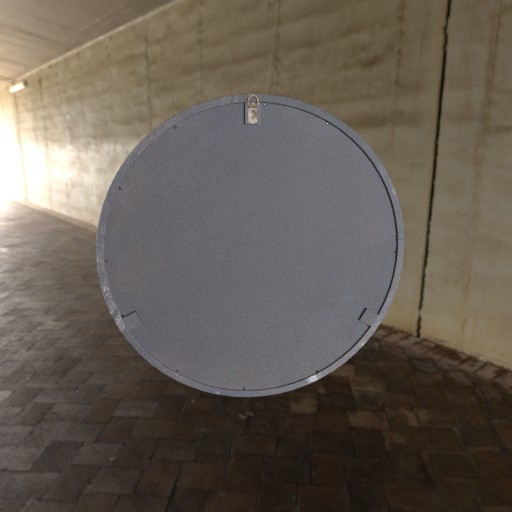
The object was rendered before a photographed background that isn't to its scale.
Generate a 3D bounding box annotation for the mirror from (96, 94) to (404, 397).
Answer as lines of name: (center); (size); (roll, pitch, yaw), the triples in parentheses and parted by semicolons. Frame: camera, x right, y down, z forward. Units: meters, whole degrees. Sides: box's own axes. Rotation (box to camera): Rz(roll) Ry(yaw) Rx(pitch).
mirror: (0.000, 0.000, 1.032); (0.710, 0.710, 0.038); (-2, 14, -7)
